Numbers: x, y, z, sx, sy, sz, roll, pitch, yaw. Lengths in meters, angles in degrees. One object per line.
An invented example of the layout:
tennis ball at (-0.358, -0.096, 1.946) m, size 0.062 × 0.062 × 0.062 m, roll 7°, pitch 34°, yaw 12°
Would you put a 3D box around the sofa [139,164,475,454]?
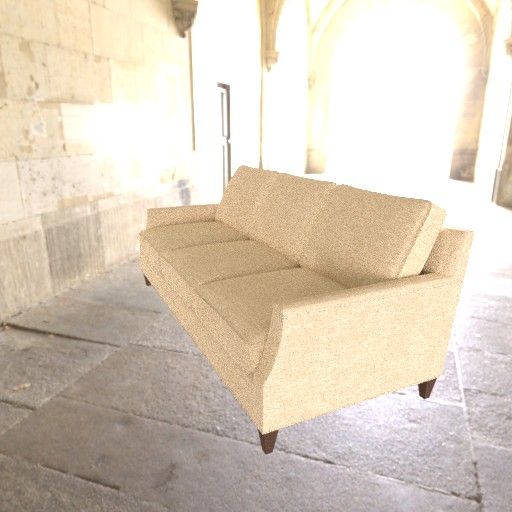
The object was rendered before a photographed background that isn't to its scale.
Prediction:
sofa at (0.000, 0.000, 2.743) m, size 1.041 × 0.940 × 2.210 m, roll -8°, pitch 18°, yaw -25°
